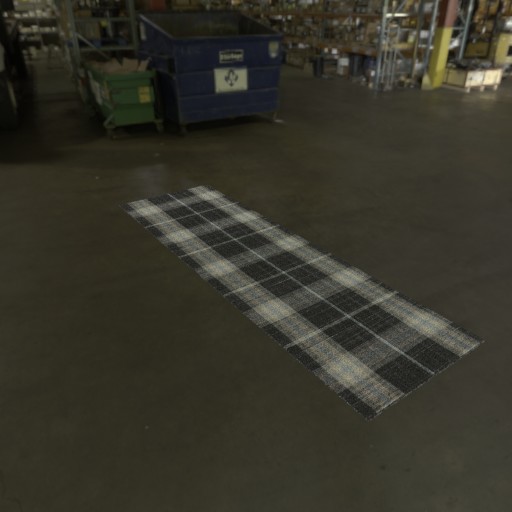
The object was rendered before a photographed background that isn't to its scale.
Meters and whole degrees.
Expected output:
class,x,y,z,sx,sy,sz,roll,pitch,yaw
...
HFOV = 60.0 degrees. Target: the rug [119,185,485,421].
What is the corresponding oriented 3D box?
class,x,y,z,sx,sy,sz,roll,pitch,yaw
rug,0.000,0.000,2.632,0.760,0.012,2.434,-19,35,-31
